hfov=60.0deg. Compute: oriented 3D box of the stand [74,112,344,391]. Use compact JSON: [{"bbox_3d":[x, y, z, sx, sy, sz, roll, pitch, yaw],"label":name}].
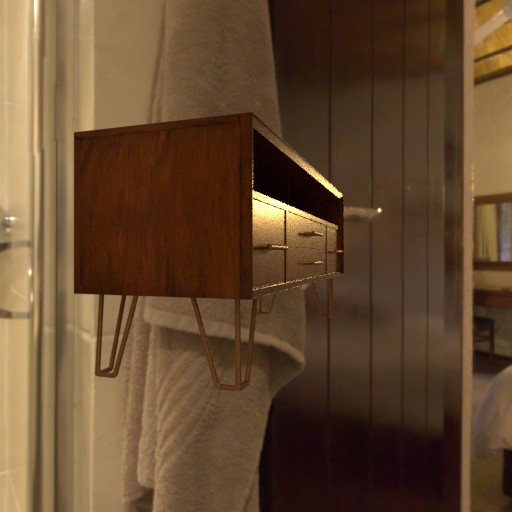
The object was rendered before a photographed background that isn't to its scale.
[{"bbox_3d":[0.000,0.000,1.664,0.481,0.610,1.372,0,0,19],"label":"stand"}]
